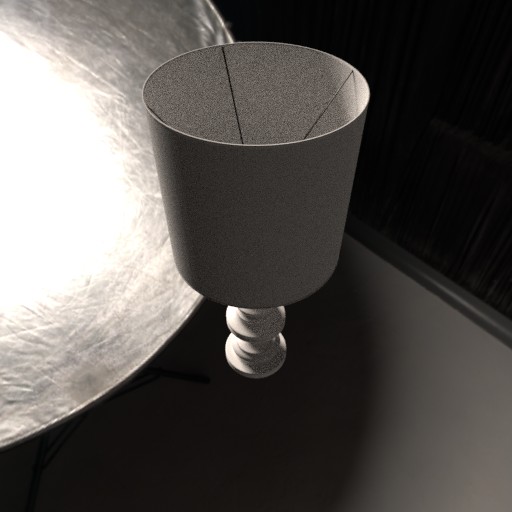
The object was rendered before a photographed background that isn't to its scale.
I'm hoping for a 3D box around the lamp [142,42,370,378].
[{"bbox_3d":[0.000,0.000,0.574,0.208,0.455,0.208,-32,54,-27],"label":"lamp"}]
